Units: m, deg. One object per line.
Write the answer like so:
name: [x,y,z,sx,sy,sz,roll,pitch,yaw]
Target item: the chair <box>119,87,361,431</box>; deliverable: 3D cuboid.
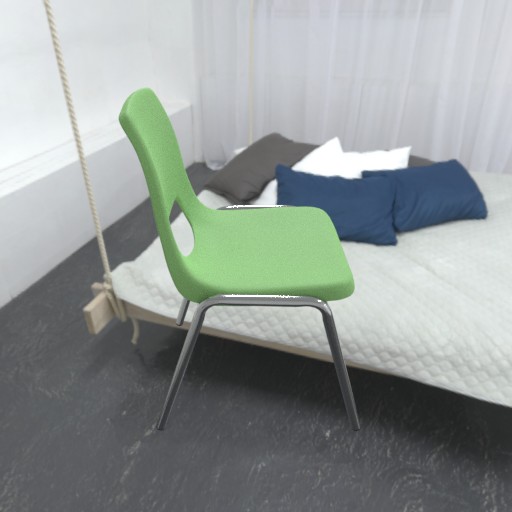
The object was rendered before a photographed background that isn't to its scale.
chair: [0.000,0.000,0.925,0.436,0.653,0.381,-1,32,-1]
